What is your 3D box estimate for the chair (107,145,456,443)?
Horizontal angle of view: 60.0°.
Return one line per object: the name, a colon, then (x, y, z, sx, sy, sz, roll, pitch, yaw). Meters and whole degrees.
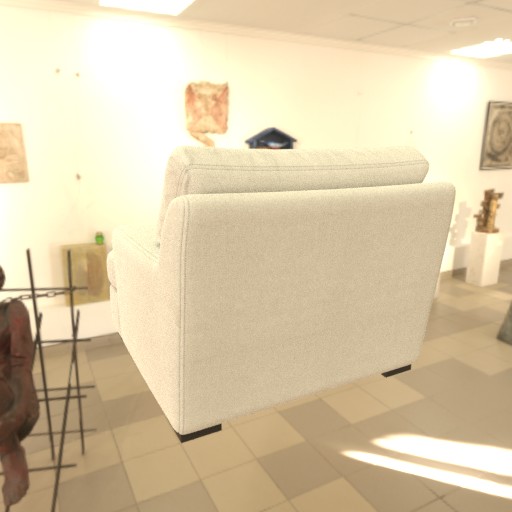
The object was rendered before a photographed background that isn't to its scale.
chair: (0.000, 0.000, 1.924, 1.140, 0.930, 1.158, -7, 16, -27)
